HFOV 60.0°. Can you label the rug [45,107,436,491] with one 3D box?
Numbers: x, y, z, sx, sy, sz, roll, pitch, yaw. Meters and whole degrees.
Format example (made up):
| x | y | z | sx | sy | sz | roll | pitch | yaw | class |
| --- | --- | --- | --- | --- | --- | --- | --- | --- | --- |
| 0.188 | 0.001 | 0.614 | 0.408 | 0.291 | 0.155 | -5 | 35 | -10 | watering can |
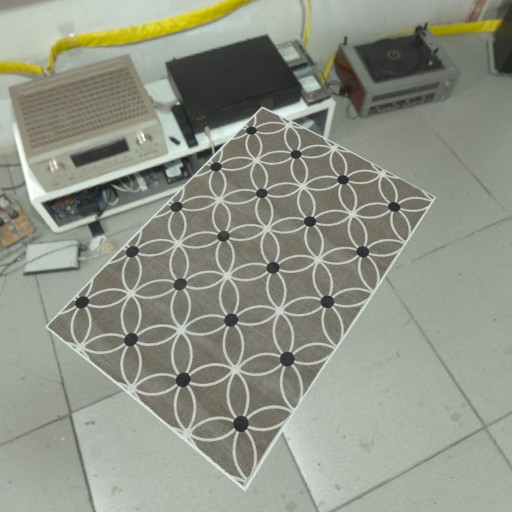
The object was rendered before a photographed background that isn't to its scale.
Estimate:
| x | y | z | sx | sy | sz | roll | pitch | yaw | class |
| --- | --- | --- | --- | --- | --- | --- | --- | --- | --- |
| 0.000 | 0.000 | 2.916 | 1.522 | 0.008 | 2.284 | 32 | 66 | 16 | rug |
